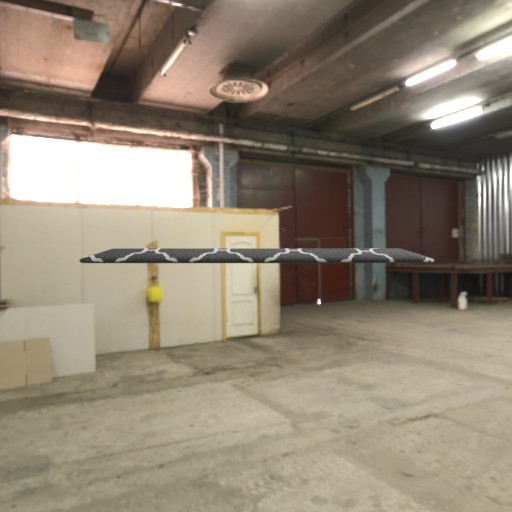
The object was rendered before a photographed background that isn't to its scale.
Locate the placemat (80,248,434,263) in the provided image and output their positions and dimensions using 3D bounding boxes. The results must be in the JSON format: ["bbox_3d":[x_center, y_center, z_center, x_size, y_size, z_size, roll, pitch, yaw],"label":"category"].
[{"bbox_3d":[0.000,0.000,0.983,0.508,0.021,0.762,0,0,0],"label":"placemat"}]
